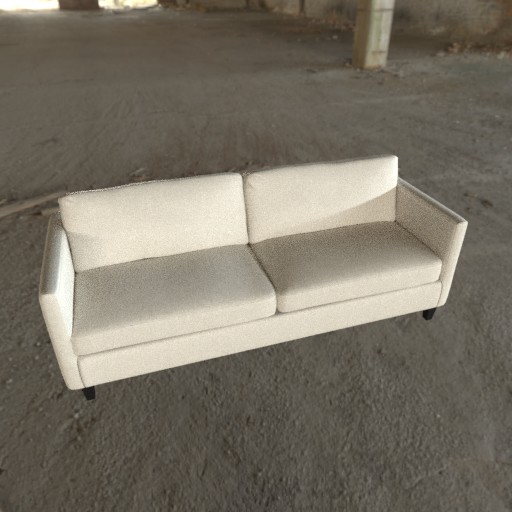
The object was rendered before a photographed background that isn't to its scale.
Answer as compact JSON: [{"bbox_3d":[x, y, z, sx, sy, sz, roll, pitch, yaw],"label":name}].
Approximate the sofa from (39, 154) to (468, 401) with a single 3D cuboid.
[{"bbox_3d":[0.000,0.000,2.858,2.434,0.965,0.948,-10,33,-15],"label":"sofa"}]
